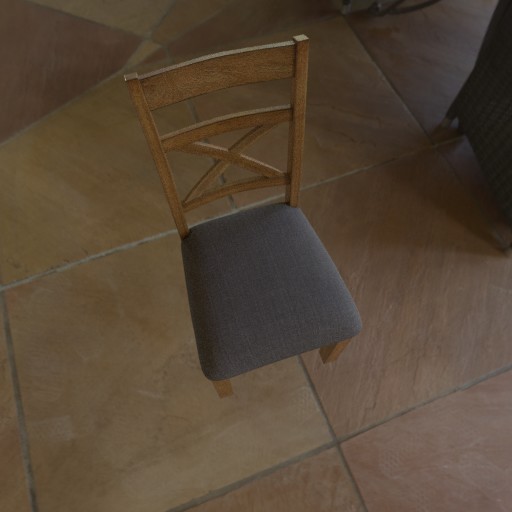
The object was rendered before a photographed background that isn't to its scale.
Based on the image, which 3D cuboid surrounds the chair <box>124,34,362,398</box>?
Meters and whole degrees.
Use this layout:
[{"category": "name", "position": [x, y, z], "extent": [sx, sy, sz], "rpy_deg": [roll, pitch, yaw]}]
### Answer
[{"category": "chair", "position": [0.000, 0.000, 1.268], "extent": [0.470, 0.949, 0.581], "rpy_deg": [-16, 65, -8]}]
